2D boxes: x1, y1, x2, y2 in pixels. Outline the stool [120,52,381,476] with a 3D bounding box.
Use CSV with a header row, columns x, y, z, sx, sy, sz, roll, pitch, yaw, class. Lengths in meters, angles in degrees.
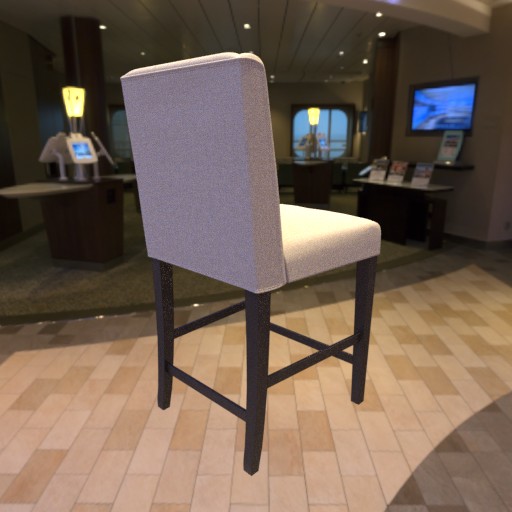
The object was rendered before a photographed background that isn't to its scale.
x,y,z,sx,sy,sz,roll,pitch,yaw,class
0.000,0.000,1.218,0.474,0.939,0.509,15,21,43,stool
